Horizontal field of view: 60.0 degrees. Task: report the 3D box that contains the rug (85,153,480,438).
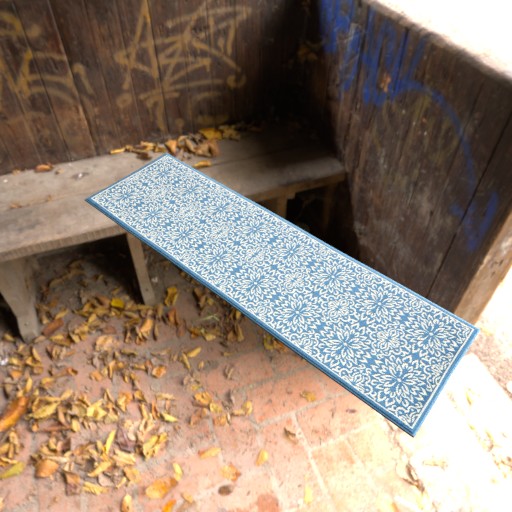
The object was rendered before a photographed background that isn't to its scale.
[{"bbox_3d":[0.000,0.000,2.383,2.196,0.011,0.662,32,55,26],"label":"rug"}]
